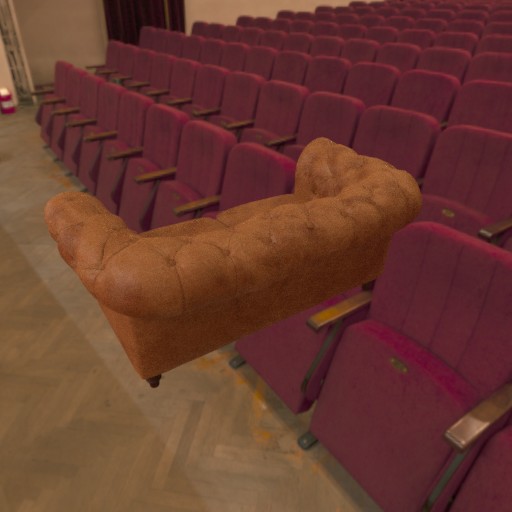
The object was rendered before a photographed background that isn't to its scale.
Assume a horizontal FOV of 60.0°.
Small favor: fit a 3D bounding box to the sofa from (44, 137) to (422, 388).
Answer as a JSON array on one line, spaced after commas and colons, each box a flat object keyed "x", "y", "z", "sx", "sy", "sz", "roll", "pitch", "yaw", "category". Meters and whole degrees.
[{"x": 0.000, "y": 0.000, "z": 2.542, "sx": 1.979, "sy": 0.877, "sz": 1.042, "roll": -19, "pitch": 36, "yaw": -28, "category": "sofa"}]
